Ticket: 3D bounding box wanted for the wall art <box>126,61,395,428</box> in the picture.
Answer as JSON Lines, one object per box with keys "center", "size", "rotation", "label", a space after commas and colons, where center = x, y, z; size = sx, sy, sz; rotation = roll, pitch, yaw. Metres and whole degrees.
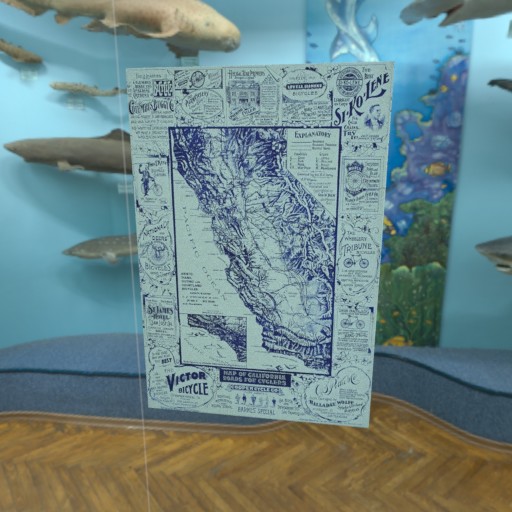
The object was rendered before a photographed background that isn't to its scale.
{"center": [0.000, 0.000, 0.473], "size": [0.255, 0.376, 0.025], "rotation": [2, 14, 9], "label": "wall art"}
